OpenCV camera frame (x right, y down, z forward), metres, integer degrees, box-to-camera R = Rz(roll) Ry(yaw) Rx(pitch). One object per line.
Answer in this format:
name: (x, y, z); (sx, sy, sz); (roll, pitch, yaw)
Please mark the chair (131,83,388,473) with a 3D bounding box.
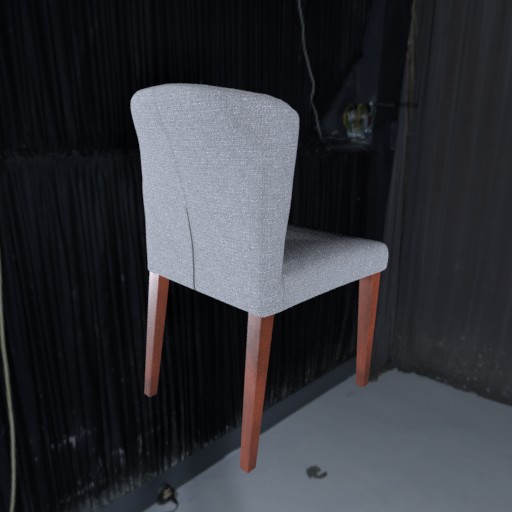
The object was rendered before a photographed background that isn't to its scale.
chair: (0.000, 0.000, 1.204); (0.589, 0.839, 0.491); (-16, 23, -42)
